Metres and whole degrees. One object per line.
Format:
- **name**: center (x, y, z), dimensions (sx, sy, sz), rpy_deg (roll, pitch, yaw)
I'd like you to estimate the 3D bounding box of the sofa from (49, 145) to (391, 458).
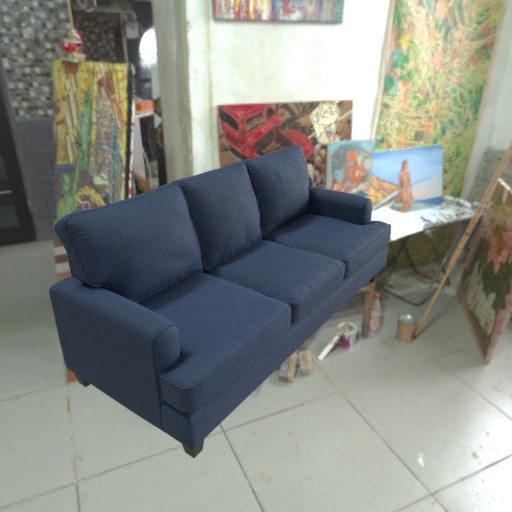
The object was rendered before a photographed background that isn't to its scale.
- **sofa**: center (0.000, 0.000, 2.693), dimensions (0.951, 0.965, 2.158), rpy_deg (17, 31, 32)
